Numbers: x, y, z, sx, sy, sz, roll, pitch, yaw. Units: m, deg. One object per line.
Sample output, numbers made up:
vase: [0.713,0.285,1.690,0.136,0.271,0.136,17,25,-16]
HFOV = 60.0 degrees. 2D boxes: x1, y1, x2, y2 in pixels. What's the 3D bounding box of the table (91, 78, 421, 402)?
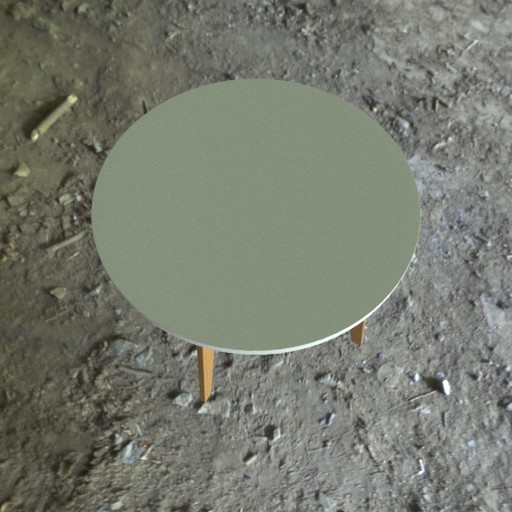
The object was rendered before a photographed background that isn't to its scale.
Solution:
table: [0.000,0.000,1.559,0.896,0.762,0.896,0,62,0]
